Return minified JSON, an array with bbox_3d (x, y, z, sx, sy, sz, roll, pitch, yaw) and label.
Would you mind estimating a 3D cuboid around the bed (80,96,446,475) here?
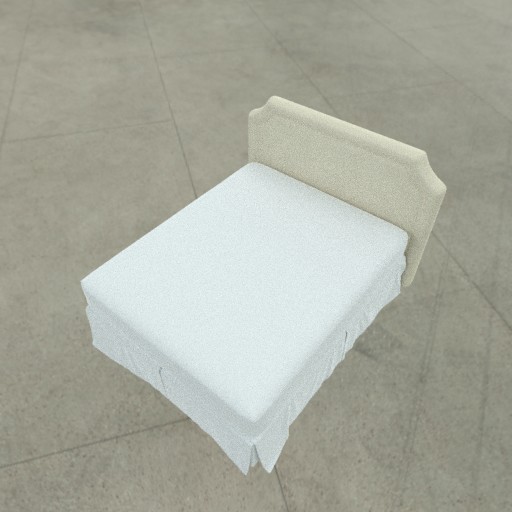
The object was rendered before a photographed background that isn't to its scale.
[{"bbox_3d":[0.000,0.000,3.322,1.827,1.296,2.209,30,53,26],"label":"bed"}]
